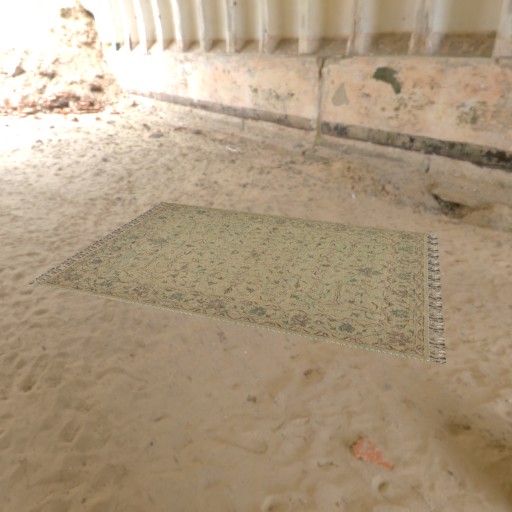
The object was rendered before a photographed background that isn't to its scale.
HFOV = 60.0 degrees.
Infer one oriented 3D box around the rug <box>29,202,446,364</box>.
[{"bbox_3d":[0.000,0.000,2.308,1.802,0.008,1.247,8,27,17],"label":"rug"}]
